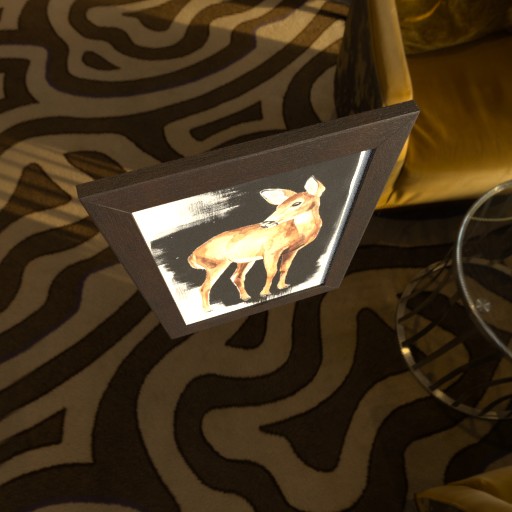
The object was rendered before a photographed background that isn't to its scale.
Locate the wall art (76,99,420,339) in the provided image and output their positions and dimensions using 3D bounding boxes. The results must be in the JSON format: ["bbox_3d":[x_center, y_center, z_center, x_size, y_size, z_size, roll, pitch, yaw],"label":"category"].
[{"bbox_3d":[0.000,0.000,0.678,0.359,0.513,0.017,-16,66,-8],"label":"wall art"}]
